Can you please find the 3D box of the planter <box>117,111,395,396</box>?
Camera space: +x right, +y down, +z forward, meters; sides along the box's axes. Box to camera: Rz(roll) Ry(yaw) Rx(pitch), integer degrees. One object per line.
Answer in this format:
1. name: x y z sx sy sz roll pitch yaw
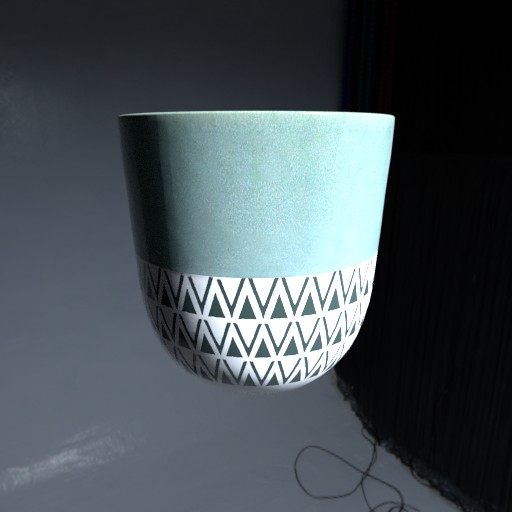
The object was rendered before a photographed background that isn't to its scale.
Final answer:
1. planter: 0.000 0.000 0.359 0.198 0.214 0.198 0 15 0
